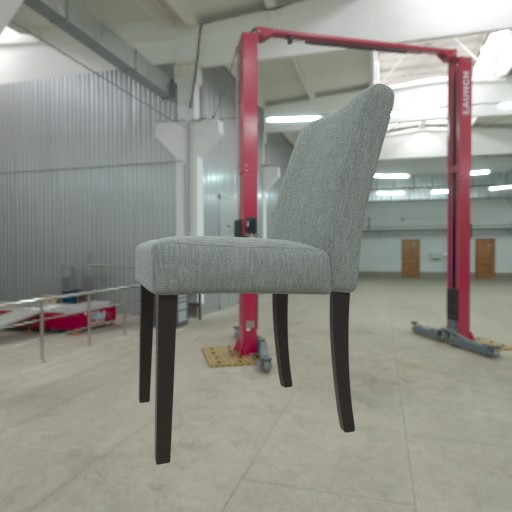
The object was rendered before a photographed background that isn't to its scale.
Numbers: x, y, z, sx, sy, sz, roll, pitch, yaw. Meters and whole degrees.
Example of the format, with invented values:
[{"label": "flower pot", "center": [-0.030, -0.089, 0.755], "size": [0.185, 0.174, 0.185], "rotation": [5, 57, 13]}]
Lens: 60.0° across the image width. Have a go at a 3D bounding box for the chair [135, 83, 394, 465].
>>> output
[{"label": "chair", "center": [0.000, 0.000, 1.241], "size": [0.629, 0.884, 0.487], "rotation": [0, 1, -20]}]
